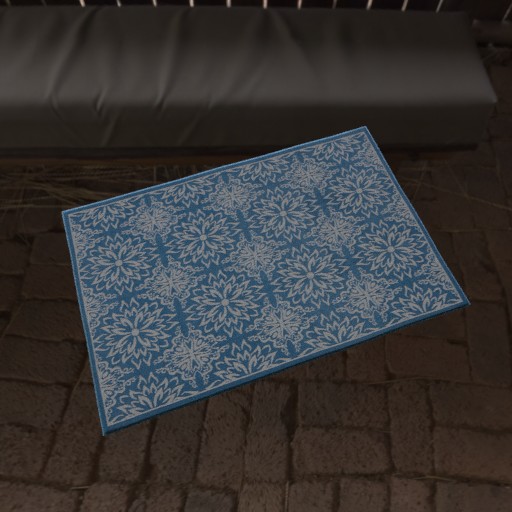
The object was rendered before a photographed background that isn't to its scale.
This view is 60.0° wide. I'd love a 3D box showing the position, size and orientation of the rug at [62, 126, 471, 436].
[{"bbox_3d":[0.000,0.000,3.494,2.769,0.018,1.830,-17,66,-8],"label":"rug"}]
